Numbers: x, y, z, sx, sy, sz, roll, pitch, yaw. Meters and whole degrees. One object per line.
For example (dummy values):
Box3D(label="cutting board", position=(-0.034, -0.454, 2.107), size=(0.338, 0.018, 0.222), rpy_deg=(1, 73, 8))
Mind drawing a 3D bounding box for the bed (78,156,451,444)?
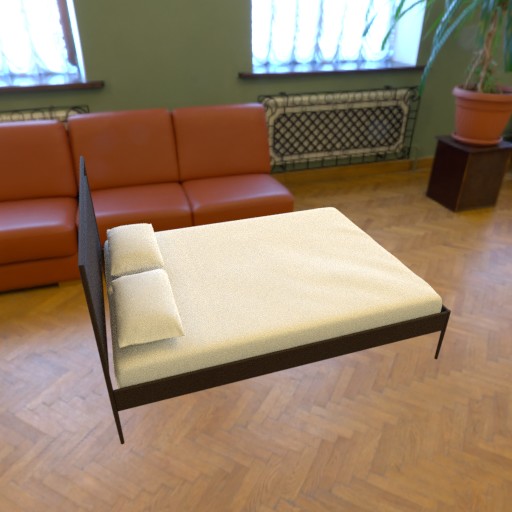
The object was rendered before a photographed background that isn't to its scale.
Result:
Box3D(label="bed", position=(0.000, 0.000, 3.104), size=(2.122, 1.173, 1.572), rpy_deg=(-10, 32, -16))
